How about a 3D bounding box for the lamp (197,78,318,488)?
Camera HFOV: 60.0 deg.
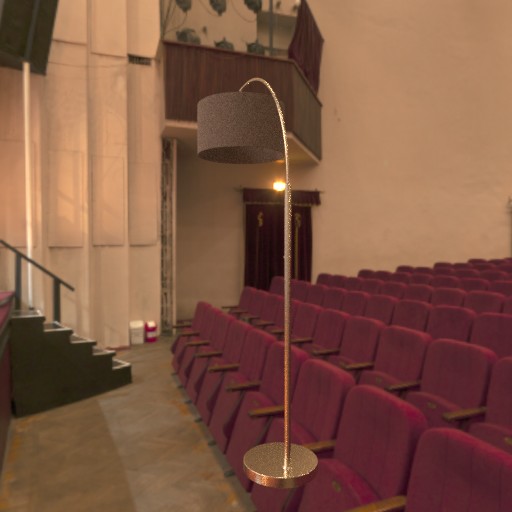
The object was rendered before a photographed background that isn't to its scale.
[{"bbox_3d":[0.000,0.000,2.103,0.452,1.735,0.934,0,1,-19],"label":"lamp"}]
